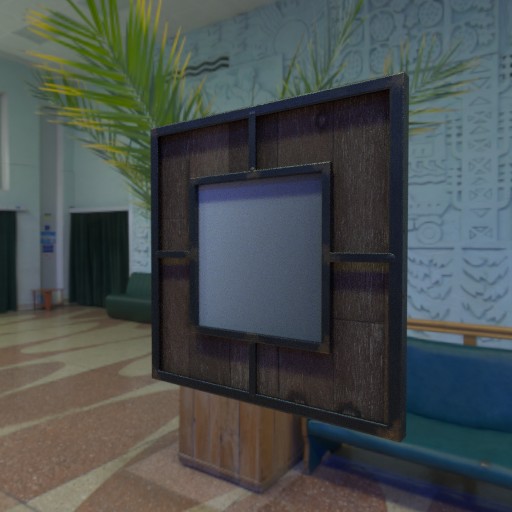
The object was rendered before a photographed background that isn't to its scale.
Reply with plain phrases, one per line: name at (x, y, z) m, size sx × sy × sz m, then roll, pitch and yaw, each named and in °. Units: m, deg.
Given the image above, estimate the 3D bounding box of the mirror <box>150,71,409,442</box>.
mirror at (0.000, 0.000, 0.572) m, size 0.382 × 0.381 × 0.020 m, roll 1°, pitch 2°, yaw 36°
